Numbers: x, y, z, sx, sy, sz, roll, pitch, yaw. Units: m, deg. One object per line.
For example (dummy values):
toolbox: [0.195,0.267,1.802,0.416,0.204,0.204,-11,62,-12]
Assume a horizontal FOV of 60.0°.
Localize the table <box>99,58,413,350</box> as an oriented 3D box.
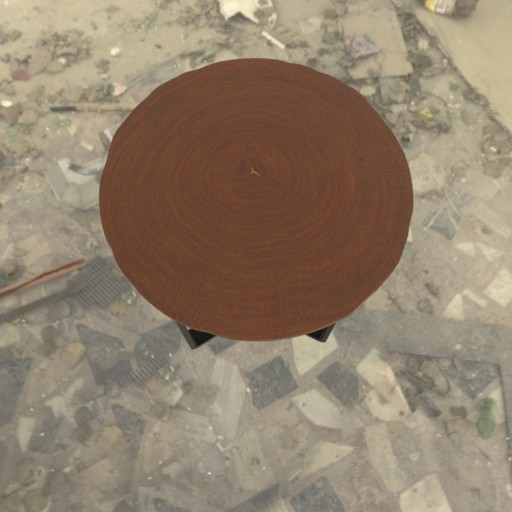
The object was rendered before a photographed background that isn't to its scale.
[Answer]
table: [0.000,0.000,0.745,0.380,0.450,0.410,-3,64,-1]
